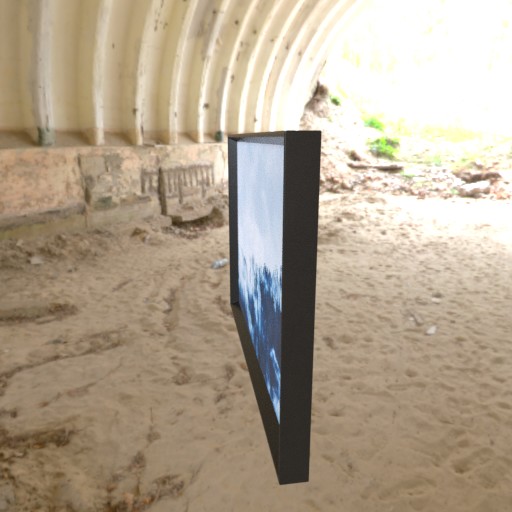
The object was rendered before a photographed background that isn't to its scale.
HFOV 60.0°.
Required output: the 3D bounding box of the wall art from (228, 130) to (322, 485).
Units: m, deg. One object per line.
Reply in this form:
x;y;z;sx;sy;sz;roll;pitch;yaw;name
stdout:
0.000;0.000;1.200;0.058;0.640;0.939;-2;15;-9;wall art
